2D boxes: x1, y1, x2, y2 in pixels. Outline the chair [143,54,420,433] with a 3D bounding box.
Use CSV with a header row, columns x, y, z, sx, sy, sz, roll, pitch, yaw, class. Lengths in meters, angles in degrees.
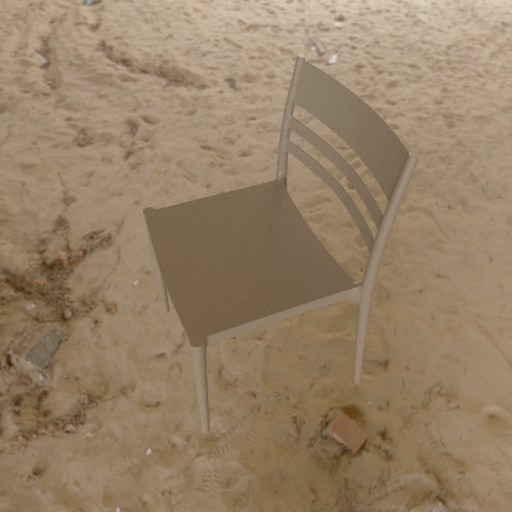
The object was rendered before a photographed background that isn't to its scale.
x,y,z,sx,sy,sz,roll,pitch,yaw,class
0.000,0.000,1.163,0.511,0.800,0.531,-17,49,-15,chair
